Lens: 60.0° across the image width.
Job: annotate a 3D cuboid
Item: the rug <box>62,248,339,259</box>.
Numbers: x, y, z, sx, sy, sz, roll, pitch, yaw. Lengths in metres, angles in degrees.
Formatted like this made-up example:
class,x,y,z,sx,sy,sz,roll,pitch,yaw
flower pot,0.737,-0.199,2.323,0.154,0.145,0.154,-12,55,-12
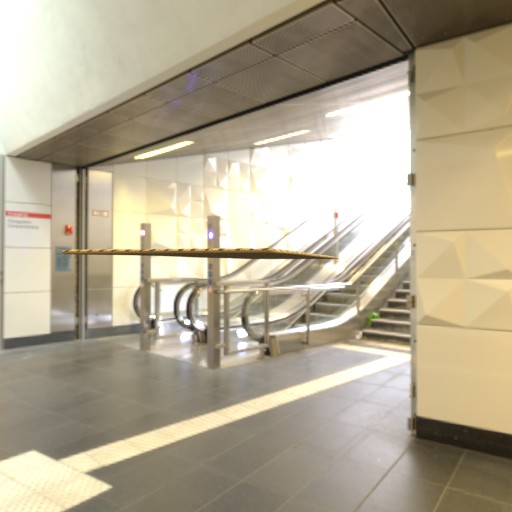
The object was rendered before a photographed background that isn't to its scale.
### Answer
class,x,y,z,sx,sy,sz,roll,pitch,yaw
rug,0.000,0.000,2.641,0.773,0.020,2.439,0,-1,15
